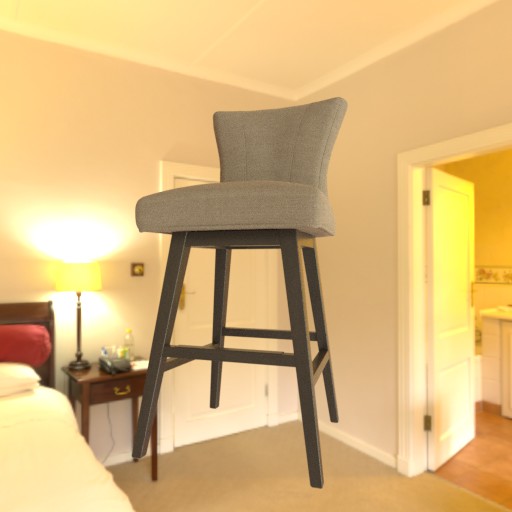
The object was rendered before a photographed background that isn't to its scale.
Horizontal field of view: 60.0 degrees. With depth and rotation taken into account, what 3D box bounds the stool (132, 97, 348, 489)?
[{"bbox_3d":[0.000,0.000,1.373,0.514,1.086,0.574,0,-1,19],"label":"stool"}]
